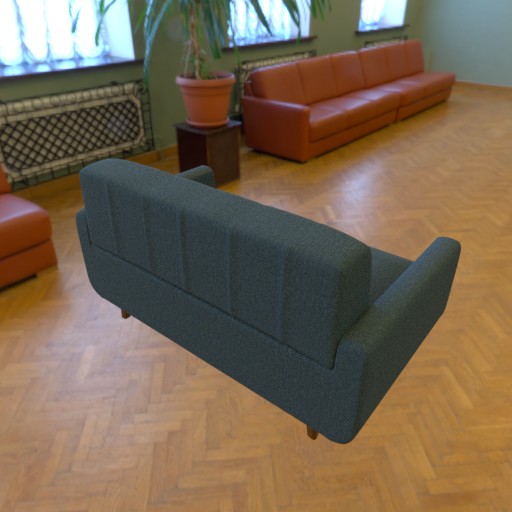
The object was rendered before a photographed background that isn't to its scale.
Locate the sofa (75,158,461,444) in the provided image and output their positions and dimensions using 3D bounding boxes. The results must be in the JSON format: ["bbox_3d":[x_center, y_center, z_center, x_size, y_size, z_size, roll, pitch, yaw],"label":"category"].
[{"bbox_3d":[0.000,0.000,2.200,1.651,0.896,0.942,22,37,33],"label":"sofa"}]
